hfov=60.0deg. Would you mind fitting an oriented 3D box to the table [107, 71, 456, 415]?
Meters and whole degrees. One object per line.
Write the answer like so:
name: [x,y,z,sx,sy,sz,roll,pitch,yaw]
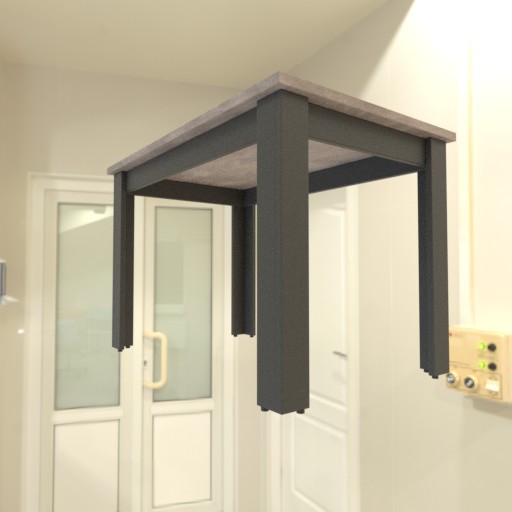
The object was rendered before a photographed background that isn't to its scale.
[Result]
table: [0.000,0.000,1.567,0.700,0.734,1.100,2,-3,-37]
